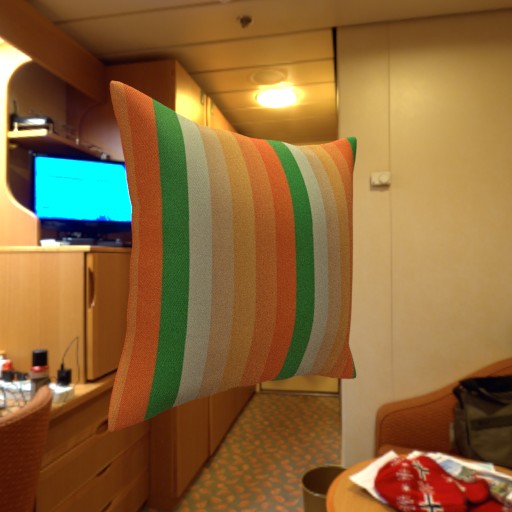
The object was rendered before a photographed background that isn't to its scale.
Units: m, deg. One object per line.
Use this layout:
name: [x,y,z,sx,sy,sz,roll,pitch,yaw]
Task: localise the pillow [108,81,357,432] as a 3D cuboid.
pillow: [0.000,0.000,0.688,0.453,0.444,0.169,1,-1,-35]
